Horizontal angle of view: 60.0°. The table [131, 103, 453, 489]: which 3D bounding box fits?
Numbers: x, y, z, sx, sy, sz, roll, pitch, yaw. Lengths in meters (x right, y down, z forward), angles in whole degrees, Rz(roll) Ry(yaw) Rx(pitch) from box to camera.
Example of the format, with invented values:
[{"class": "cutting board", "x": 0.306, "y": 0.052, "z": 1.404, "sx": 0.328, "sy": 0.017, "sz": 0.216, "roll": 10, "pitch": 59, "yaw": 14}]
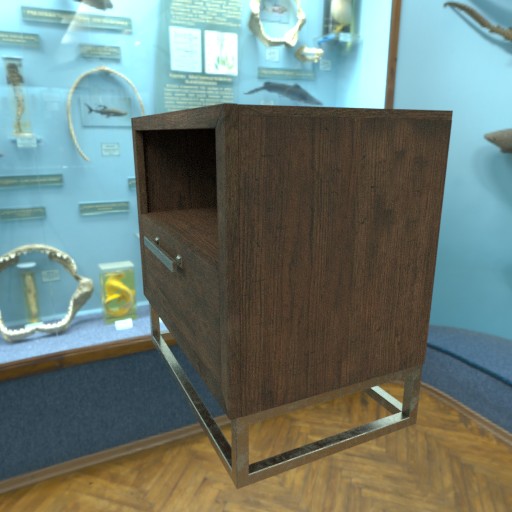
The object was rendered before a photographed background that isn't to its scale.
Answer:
[{"class": "table", "x": 0.000, "y": 0.000, "z": 1.228, "sx": 0.542, "sy": 0.746, "sz": 0.767, "roll": -7, "pitch": 17, "yaw": -25}]
